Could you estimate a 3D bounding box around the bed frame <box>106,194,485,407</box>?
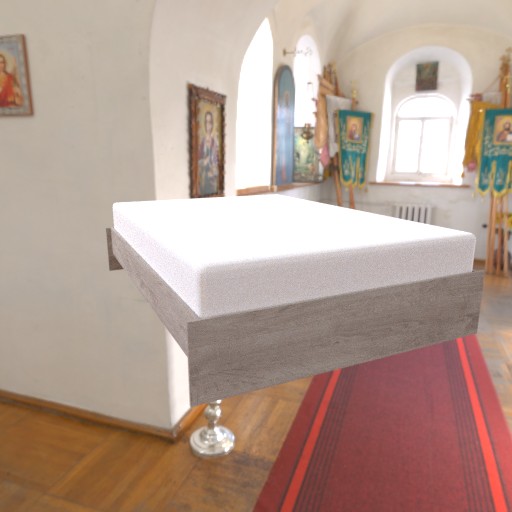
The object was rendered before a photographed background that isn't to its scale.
[{"bbox_3d":[0.000,0.000,2.639,1.445,0.497,1.945,-7,15,-25],"label":"bed frame"}]
